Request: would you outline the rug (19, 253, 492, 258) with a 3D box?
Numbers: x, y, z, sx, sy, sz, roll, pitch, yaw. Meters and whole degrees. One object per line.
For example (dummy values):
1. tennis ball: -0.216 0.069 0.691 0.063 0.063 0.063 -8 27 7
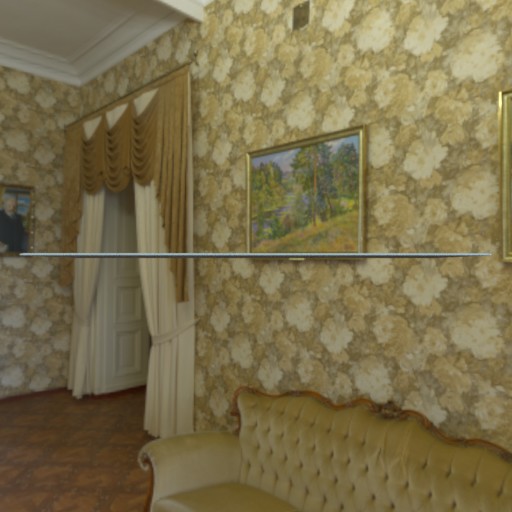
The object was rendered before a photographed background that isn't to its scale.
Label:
1. rug: 0.000 0.000 2.387 2.196 0.011 0.662 0 -1 0
